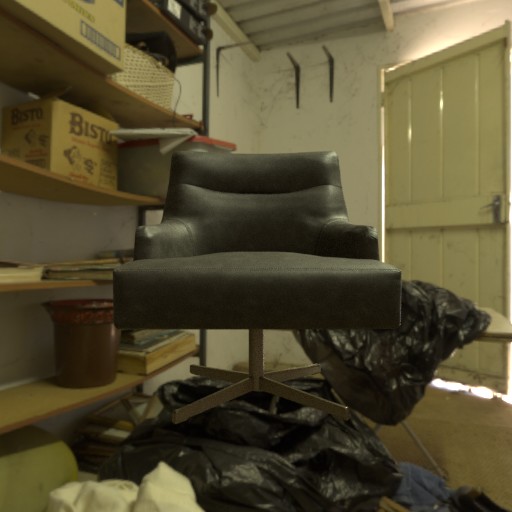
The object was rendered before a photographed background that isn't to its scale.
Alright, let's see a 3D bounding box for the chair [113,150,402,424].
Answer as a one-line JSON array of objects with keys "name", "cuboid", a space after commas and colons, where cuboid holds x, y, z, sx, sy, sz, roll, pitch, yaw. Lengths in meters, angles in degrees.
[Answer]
[{"name": "chair", "cuboid": [0.000, 0.000, 1.506, 0.738, 0.870, 0.874, 0, 0, -1]}]
